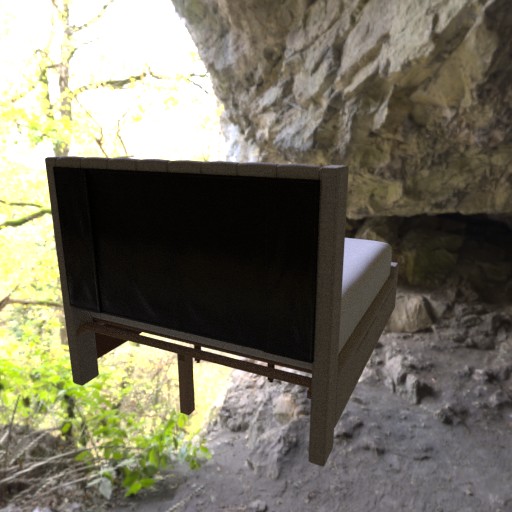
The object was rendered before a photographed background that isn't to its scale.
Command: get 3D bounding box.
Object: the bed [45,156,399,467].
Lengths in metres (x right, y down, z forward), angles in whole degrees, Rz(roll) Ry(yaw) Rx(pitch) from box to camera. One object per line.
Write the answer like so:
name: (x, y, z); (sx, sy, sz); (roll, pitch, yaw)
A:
bed: (0.000, 0.000, 3.803); (2.044, 1.748, 2.372); (8, 18, 25)
